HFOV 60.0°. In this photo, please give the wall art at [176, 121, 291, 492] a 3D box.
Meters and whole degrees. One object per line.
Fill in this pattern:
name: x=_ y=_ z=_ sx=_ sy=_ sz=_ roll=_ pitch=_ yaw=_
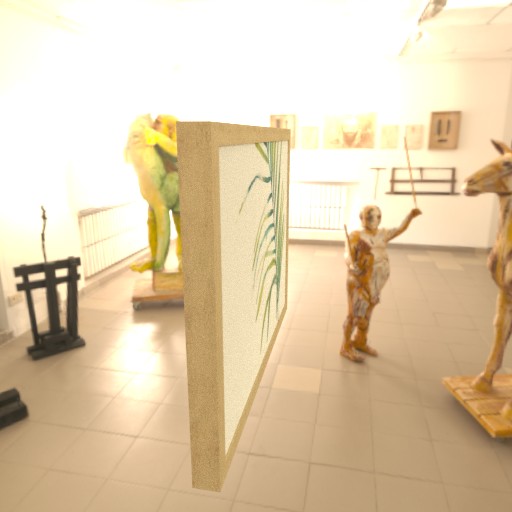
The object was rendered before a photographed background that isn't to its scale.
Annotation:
wall art: x=0.000 y=0.000 z=0.678 sx=0.032 sy=0.380 sz=0.532 roll=3 pitch=16 yaw=11
